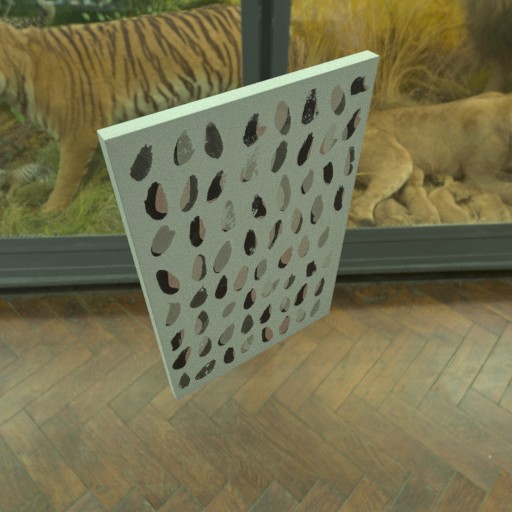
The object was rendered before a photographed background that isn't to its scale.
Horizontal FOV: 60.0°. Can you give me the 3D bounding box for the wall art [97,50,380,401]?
[{"bbox_3d":[0.000,0.000,0.776,0.405,0.608,0.025,-25,51,-22],"label":"wall art"}]
